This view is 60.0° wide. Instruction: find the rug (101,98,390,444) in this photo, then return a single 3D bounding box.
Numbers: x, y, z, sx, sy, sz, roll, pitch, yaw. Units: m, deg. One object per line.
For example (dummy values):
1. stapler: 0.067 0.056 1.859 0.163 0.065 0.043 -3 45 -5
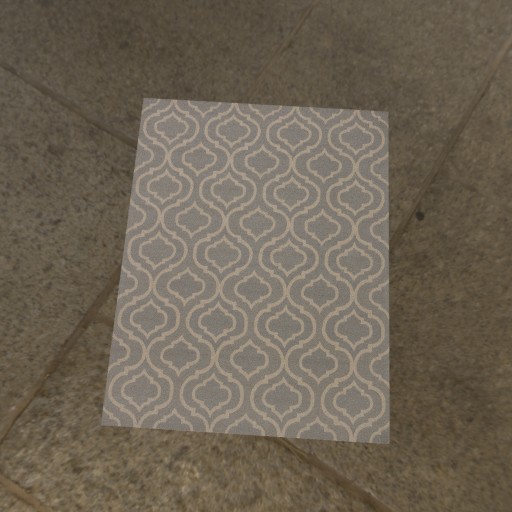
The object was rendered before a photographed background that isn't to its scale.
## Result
1. rug: 0.000 0.000 3.816 2.283 0.006 2.892 3 77 1
